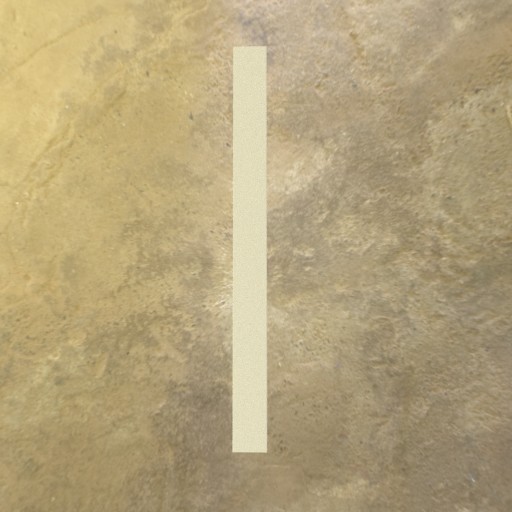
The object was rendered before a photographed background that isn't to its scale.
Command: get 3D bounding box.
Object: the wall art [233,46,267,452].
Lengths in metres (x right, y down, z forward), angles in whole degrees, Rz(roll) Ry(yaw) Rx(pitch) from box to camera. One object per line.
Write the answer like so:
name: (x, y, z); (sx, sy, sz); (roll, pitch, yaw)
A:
wall art: (0.000, 0.000, 0.768); (0.039, 0.553, 0.451); (0, 88, 1)
